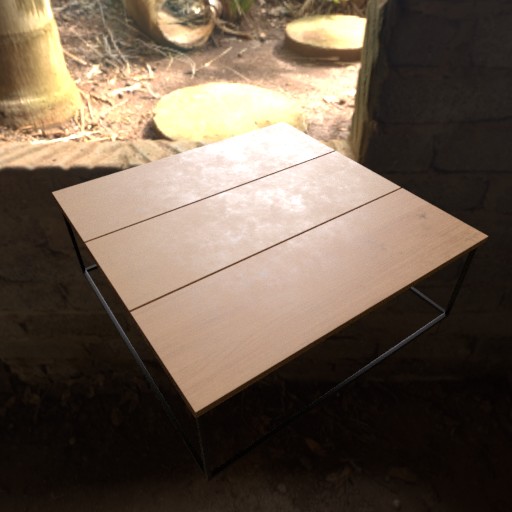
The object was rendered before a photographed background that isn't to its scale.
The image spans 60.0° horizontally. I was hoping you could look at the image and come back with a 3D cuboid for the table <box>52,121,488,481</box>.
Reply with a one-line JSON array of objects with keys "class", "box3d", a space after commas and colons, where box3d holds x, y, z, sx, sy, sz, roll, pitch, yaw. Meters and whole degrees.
[{"class": "table", "box3d": [0.000, 0.000, 1.691, 1.100, 0.400, 1.100, -25, 46, -26]}]
